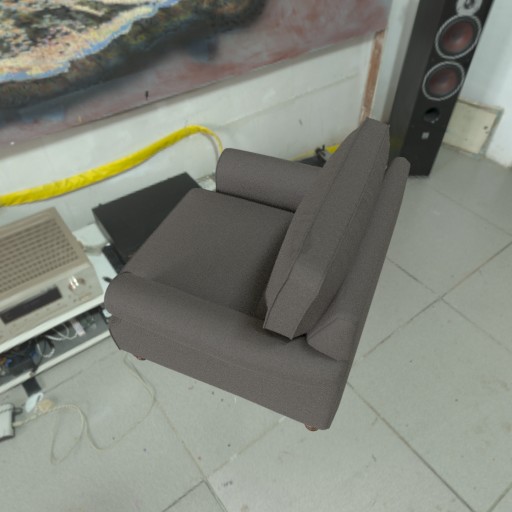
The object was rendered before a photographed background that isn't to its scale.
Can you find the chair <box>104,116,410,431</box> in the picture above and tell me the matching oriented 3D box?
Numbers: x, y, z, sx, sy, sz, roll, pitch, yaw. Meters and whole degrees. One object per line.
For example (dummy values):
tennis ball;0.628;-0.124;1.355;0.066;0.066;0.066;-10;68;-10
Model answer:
chair;0.000;0.000;1.790;0.966;0.967;1.029;17;49;16
